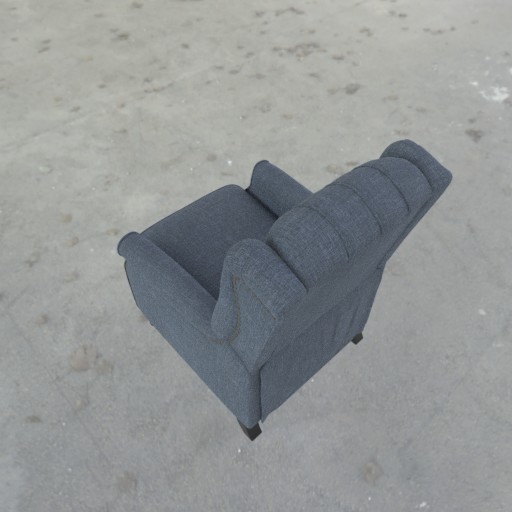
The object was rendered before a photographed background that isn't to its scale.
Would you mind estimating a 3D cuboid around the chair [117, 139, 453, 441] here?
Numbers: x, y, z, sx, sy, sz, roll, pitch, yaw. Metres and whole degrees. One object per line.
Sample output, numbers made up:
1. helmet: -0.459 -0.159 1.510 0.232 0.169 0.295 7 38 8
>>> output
1. chair: 0.000 0.000 1.603 0.742 1.035 0.898 -34 56 -27
